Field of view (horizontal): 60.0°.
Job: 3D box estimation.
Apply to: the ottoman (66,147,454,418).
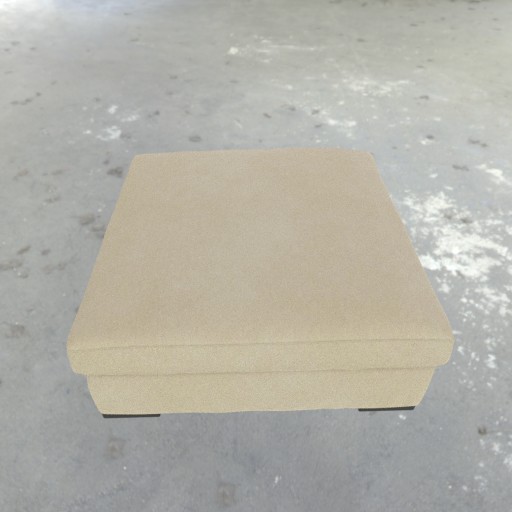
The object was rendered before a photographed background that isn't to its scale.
[{"bbox_3d":[0.000,0.000,1.854,1.190,0.522,1.205,-1,41,-1],"label":"ottoman"}]
